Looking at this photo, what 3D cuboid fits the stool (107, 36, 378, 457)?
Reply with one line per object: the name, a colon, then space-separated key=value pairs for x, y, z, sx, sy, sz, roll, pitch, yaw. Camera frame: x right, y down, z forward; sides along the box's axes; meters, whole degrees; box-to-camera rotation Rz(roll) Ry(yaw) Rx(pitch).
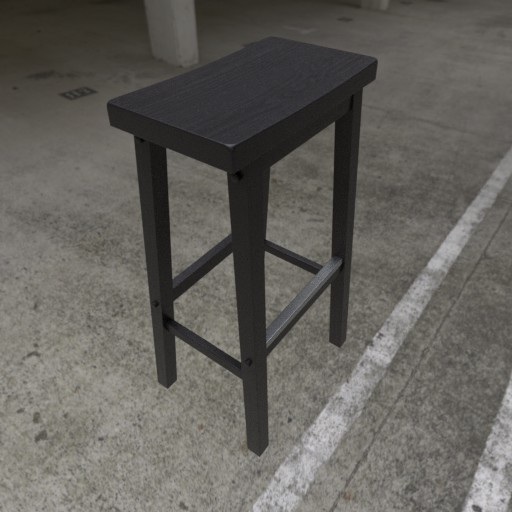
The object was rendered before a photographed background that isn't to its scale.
stool: x=0.000 y=0.000 z=0.937 sx=0.322 sy=0.742 sz=0.406 roll=26 pitch=47 yaw=27
